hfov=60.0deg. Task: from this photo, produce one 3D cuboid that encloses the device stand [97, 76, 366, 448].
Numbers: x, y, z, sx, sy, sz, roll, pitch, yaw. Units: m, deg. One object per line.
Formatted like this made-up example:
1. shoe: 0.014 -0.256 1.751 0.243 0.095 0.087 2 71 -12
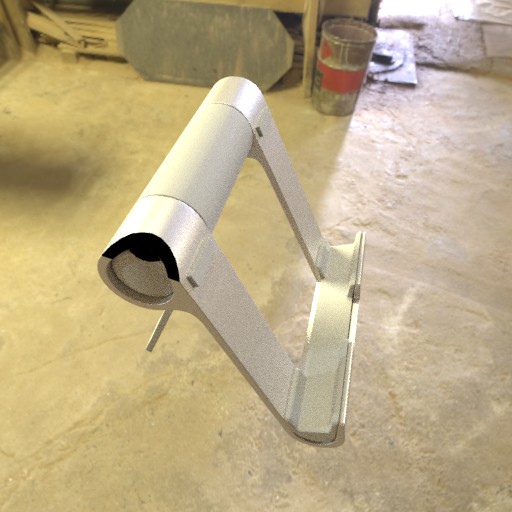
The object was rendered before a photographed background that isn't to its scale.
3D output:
1. device stand: 0.000 0.000 0.152 0.079 0.084 0.086 10 48 9
